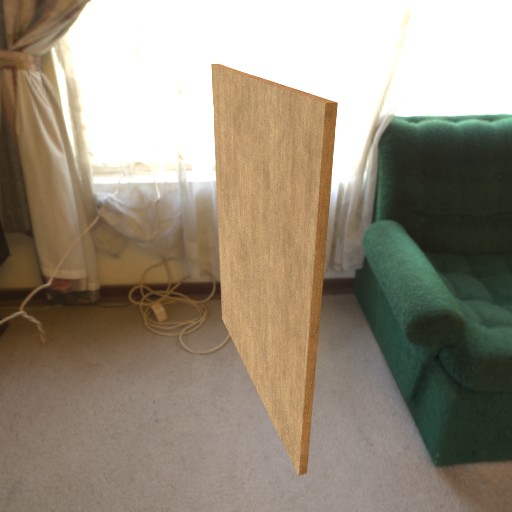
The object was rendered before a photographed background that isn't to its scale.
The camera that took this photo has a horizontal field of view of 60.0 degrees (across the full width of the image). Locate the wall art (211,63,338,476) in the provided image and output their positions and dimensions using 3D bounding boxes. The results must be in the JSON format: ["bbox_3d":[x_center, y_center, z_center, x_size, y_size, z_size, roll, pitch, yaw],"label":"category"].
[{"bbox_3d":[0.000,0.000,0.911,0.018,0.686,0.534,-10,30,-17],"label":"wall art"}]
